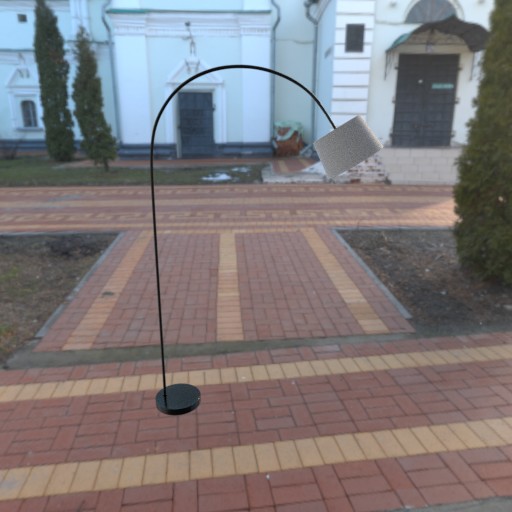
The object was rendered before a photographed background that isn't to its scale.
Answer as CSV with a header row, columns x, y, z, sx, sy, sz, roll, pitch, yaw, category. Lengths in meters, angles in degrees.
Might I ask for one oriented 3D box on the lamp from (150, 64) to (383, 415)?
x,y,z,sx,sy,sz,roll,pitch,yaw,category
0.000,0.000,2.628,1.363,2.104,0.331,2,16,8,lamp
